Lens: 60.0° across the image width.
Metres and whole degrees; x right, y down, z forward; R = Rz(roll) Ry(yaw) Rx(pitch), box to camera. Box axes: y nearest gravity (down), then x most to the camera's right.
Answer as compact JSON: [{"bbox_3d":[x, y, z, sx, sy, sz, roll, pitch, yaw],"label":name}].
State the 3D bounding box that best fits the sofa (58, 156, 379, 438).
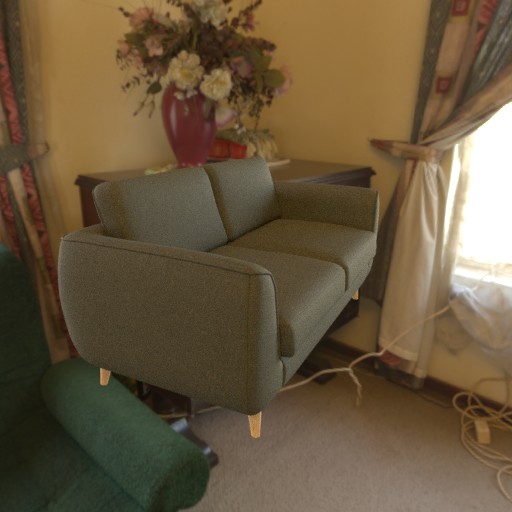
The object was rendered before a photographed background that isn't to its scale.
[{"bbox_3d":[0.000,0.000,2.179,0.920,0.850,1.700,8,19,25],"label":"sofa"}]
